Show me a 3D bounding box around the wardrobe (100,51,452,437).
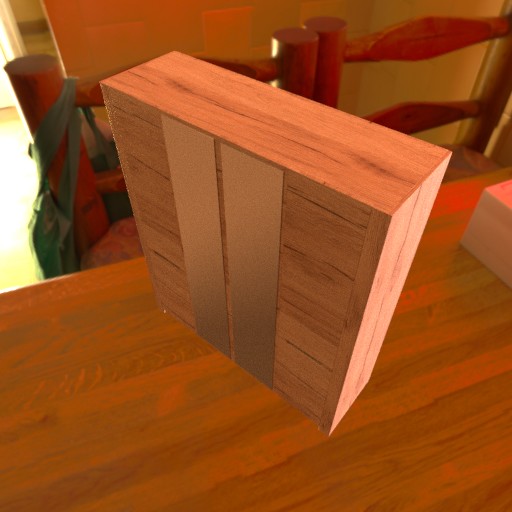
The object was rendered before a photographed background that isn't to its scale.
[{"bbox_3d":[0.000,0.000,2.976,1.810,2.070,0.580,31,53,26],"label":"wardrobe"}]
